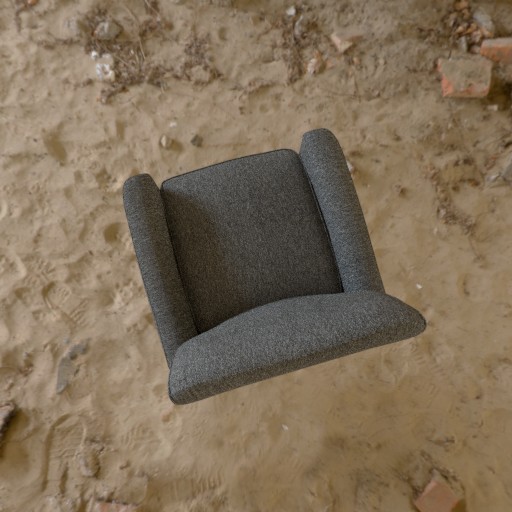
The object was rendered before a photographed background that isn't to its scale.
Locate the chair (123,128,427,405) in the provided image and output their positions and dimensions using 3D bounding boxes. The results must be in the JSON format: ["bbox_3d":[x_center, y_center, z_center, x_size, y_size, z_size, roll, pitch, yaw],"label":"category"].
[{"bbox_3d":[0.000,0.000,1.652,0.848,1.014,0.864,-15,76,-4],"label":"chair"}]
